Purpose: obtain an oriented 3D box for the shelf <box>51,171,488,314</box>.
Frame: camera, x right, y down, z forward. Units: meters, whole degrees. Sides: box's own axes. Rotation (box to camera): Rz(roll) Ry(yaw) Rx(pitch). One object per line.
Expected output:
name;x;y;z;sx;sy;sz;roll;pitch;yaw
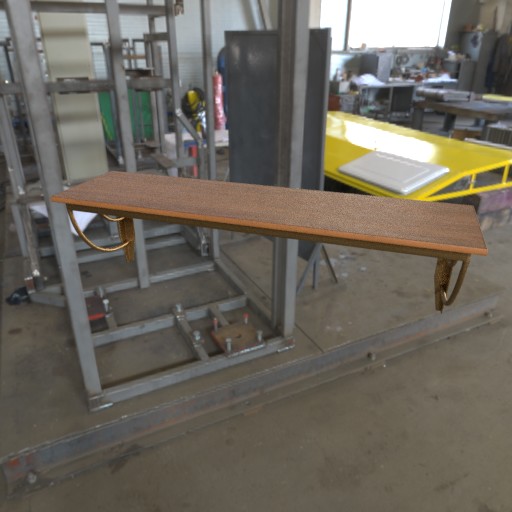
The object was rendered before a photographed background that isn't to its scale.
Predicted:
shelf;0.000;0.000;0.729;0.636;0.190;0.166;8;27;16
